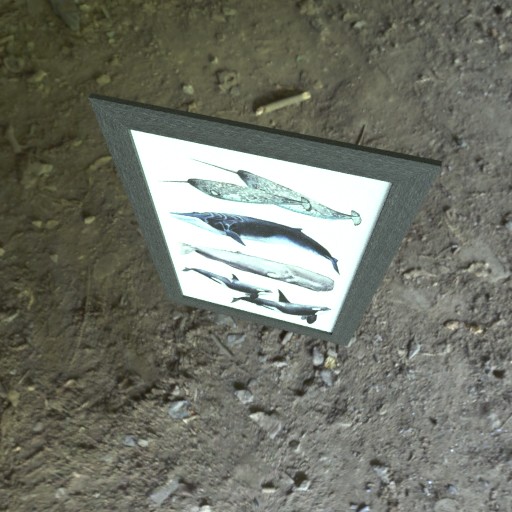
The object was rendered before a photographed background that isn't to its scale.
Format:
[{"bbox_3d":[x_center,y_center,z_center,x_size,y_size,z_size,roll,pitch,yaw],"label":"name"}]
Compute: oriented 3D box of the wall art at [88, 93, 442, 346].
[{"bbox_3d":[0.000,0.000,1.466,0.810,1.116,0.016,13,60,8],"label":"wall art"}]
